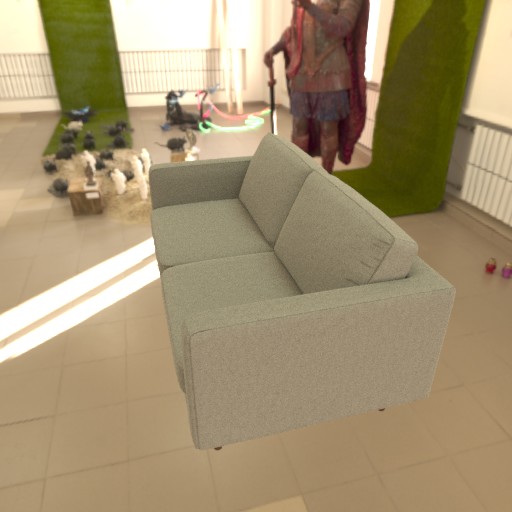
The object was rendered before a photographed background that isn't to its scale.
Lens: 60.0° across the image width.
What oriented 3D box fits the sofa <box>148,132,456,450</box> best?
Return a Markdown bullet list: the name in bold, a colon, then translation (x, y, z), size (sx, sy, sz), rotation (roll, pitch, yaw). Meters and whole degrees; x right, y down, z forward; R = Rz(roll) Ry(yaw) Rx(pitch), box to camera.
- **sofa**: translation (0.000, 0.000, 2.300), size (1.000, 0.900, 1.731), rotation (-8, 30, -14)
